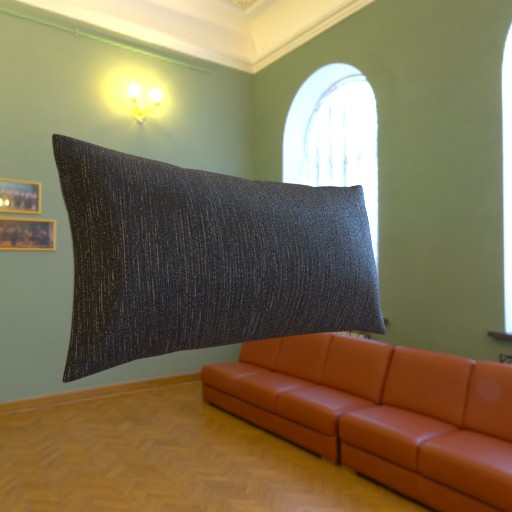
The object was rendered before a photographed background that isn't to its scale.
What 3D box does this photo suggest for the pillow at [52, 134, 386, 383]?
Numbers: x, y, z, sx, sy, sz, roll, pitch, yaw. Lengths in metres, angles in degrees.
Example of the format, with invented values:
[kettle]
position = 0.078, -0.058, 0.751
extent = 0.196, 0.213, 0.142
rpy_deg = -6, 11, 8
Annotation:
[pillow]
position = 0.000, 0.000, 0.721
extent = 0.608, 0.305, 0.156
rpy_deg = 1, -1, -37
